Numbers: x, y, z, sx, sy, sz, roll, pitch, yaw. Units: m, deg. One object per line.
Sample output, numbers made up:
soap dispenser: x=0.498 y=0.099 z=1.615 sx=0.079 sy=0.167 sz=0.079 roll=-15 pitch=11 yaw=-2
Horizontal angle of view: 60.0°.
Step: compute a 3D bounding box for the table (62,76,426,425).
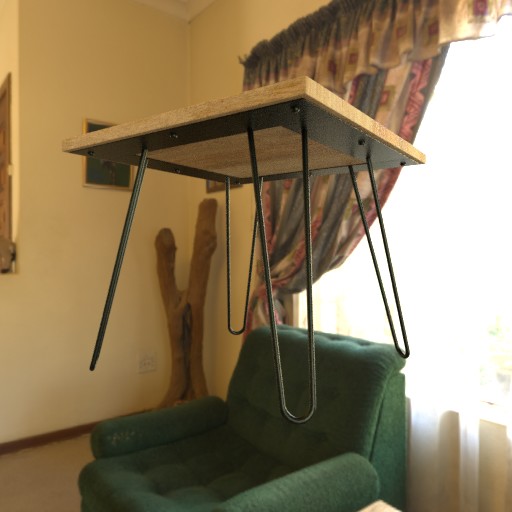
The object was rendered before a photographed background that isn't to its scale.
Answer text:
table: x=0.000 y=0.000 z=1.021 sx=0.599 sy=0.500 sz=0.599 roll=0 pitch=1 yaw=36
